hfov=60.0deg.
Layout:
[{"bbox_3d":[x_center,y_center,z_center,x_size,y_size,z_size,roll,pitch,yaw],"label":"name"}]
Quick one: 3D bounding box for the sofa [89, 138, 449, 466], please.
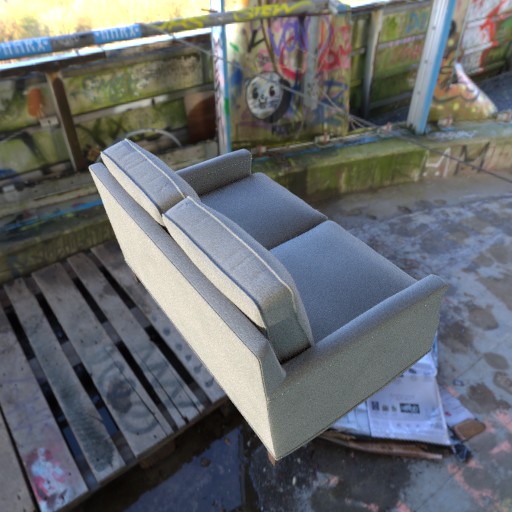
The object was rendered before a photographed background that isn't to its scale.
[{"bbox_3d":[0.000,0.000,2.279,1.084,1.003,1.597,-25,46,-27],"label":"sofa"}]
